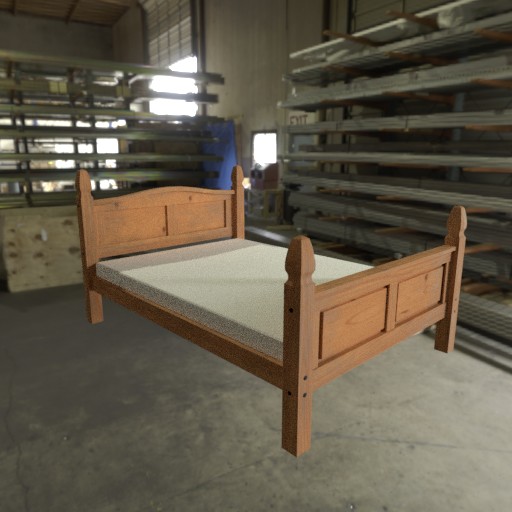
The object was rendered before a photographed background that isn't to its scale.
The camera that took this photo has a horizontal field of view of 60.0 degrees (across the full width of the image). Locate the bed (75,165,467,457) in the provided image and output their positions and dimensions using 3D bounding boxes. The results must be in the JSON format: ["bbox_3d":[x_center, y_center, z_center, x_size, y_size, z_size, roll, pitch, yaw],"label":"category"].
[{"bbox_3d":[0.000,0.000,2.913,1.490,1.100,2.069,-12,18,-42],"label":"bed"}]
